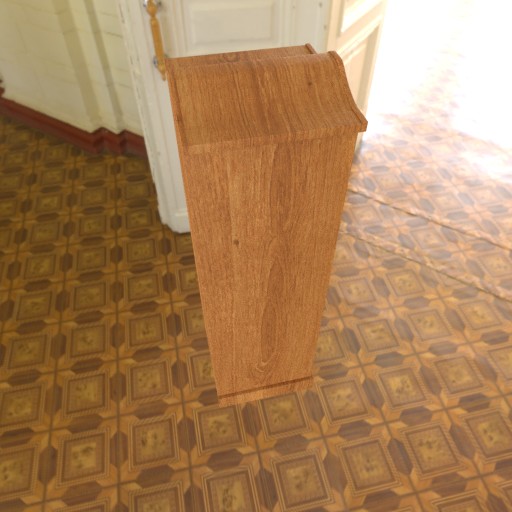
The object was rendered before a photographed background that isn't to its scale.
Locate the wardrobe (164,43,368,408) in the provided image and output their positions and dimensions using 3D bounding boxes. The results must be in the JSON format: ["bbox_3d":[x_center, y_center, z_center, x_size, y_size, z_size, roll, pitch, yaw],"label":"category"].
[{"bbox_3d":[0.000,0.000,2.137,0.570,1.870,0.590,-10,48,-9],"label":"wardrobe"}]
